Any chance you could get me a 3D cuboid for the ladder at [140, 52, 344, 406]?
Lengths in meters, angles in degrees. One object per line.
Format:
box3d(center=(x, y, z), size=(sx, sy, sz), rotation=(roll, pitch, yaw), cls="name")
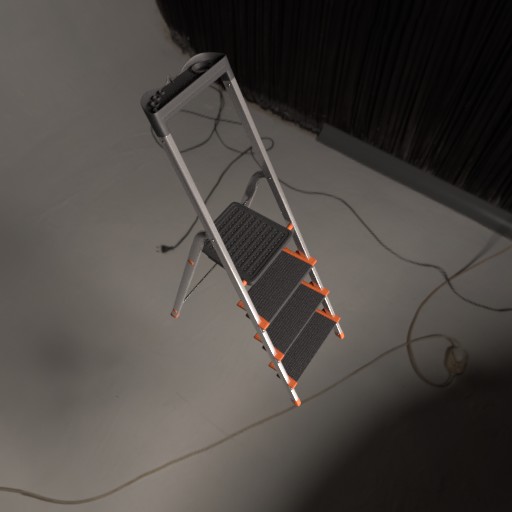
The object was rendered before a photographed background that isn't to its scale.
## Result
box3d(center=(0.000, 0.000, 1.778), size=(0.834, 1.429, 0.452), rotation=(31, 64, 18), cls="ladder")
